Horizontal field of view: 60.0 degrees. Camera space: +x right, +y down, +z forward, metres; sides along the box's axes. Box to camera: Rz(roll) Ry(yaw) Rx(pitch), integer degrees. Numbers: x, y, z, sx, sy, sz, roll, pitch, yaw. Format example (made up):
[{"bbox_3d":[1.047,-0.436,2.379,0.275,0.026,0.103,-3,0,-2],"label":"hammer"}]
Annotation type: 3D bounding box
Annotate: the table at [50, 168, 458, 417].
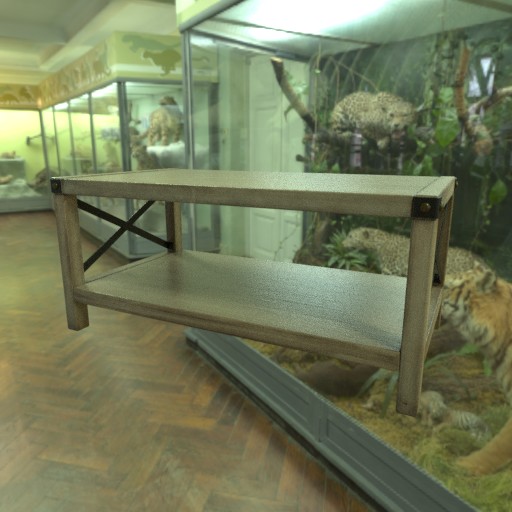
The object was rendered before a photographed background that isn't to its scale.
[{"bbox_3d":[0.000,0.000,1.296,1.016,0.456,0.559,7,16,26],"label":"table"}]
